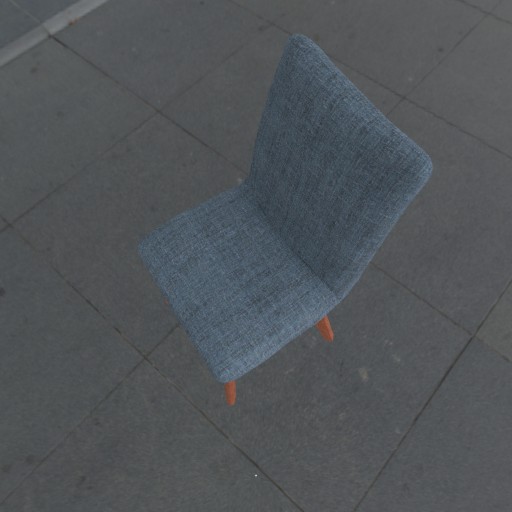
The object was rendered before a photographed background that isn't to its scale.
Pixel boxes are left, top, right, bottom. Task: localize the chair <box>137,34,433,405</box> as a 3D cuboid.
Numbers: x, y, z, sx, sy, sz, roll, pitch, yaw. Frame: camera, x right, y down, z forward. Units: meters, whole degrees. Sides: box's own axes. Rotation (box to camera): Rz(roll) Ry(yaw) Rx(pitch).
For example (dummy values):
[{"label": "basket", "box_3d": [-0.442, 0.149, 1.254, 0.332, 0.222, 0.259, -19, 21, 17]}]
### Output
[{"label": "chair", "box_3d": [0.000, 0.000, 1.288, 0.563, 0.974, 0.522, -31, 68, -14]}]
